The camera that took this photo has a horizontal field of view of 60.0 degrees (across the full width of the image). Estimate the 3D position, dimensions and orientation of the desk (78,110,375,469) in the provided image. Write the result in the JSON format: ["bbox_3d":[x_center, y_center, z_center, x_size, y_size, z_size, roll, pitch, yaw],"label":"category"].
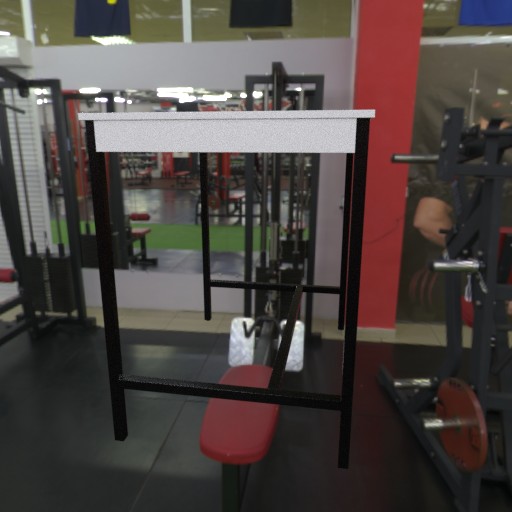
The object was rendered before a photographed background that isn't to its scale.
[{"bbox_3d":[0.000,0.000,1.313,0.573,0.766,0.811,3,15,10],"label":"desk"}]
